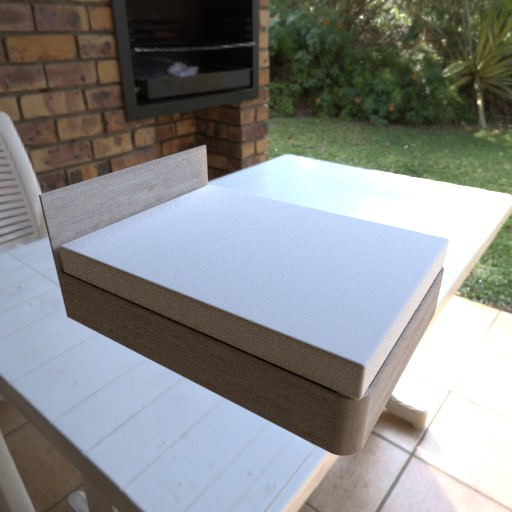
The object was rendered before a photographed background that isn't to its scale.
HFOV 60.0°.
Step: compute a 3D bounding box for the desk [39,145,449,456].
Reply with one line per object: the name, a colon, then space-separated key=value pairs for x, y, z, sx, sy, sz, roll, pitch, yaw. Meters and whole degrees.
desk: x=0.000 y=0.000 z=2.633 sx=1.900 sy=0.800 sz=1.400 roll=17 pitch=32 yaw=30
